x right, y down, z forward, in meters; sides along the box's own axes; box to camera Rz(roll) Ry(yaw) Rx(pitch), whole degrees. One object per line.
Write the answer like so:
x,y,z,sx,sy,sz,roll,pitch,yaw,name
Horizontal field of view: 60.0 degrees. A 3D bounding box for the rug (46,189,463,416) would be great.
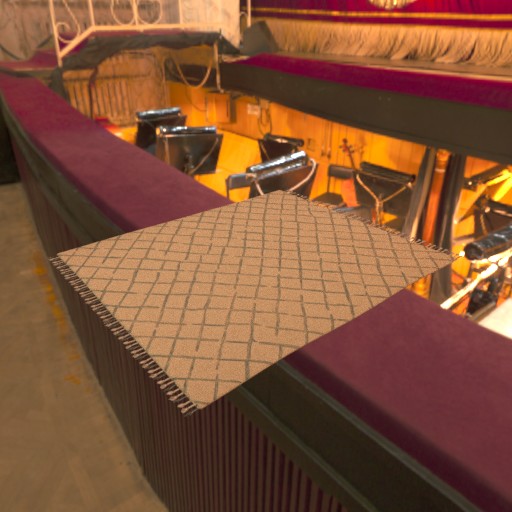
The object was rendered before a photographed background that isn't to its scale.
0.000,0.000,4.866,3.585,0.036,2.892,-21,34,-34,rug
